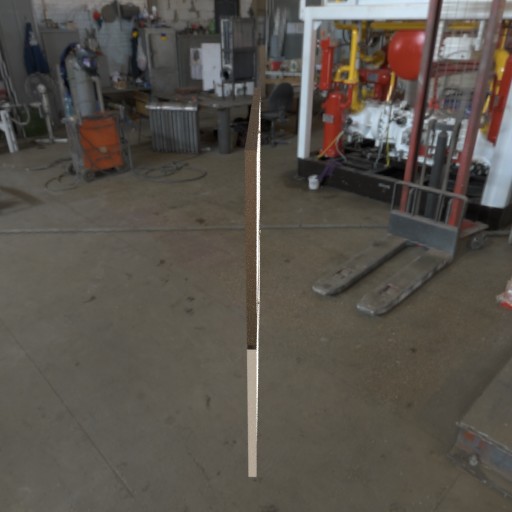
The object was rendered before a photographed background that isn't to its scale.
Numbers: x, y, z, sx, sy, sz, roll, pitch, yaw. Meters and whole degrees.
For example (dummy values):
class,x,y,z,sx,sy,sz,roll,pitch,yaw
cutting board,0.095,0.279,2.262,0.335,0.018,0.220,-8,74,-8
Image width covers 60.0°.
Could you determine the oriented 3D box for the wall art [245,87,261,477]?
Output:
class,x,y,z,sx,sy,sz,roll,pitch,yaw
wall art,0.000,0.000,1.614,0.030,1.032,1.032,0,28,1
